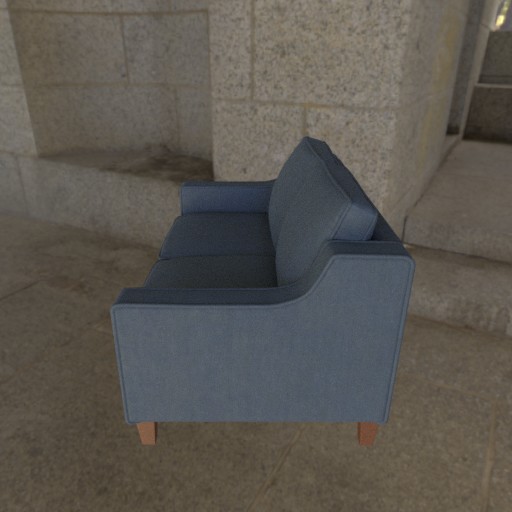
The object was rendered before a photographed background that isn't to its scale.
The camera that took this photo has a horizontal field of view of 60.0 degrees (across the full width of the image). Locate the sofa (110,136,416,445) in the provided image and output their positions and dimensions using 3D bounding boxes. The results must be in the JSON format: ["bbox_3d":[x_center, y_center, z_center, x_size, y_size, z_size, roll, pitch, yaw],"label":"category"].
[{"bbox_3d":[0.000,0.000,2.166,0.987,0.971,1.501,0,25,0],"label":"sofa"}]
